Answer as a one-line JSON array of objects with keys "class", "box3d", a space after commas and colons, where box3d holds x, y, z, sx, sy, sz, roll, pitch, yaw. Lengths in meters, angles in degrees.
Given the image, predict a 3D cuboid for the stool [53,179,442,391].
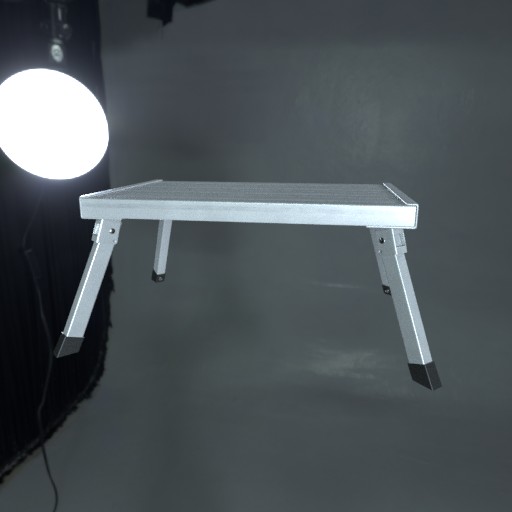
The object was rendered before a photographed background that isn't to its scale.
[{"class": "stool", "box3d": [0.000, 0.000, 0.744, 0.535, 0.225, 0.385, 2, 15, 9]}]
